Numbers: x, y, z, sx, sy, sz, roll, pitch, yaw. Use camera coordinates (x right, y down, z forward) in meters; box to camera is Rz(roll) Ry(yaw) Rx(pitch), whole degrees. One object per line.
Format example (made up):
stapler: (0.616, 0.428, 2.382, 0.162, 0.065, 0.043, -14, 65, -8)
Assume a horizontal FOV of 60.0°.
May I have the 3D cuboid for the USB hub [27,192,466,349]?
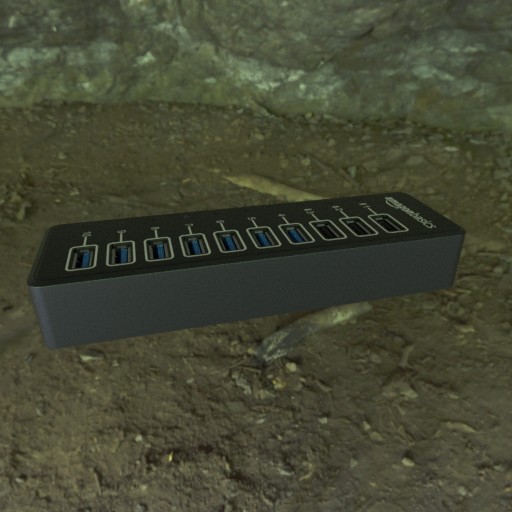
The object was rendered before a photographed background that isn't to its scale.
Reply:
USB hub: (0.000, 0.000, 0.163, 0.145, 0.023, 0.044, -7, 29, -13)
